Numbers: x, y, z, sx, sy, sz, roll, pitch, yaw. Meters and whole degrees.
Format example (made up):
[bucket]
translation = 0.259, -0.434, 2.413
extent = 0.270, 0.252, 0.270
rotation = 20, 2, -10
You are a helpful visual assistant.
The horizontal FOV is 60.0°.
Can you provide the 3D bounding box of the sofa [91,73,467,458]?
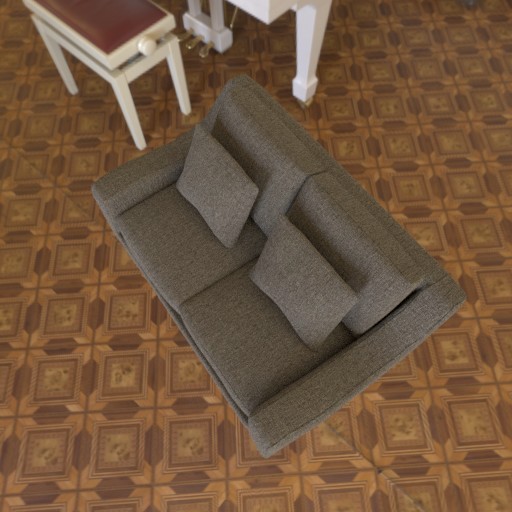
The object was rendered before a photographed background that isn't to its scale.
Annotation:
[sofa]
translation = 0.000, 0.000, 2.450
extent = 1.120, 0.991, 1.778
rotation = -33, 68, -15
